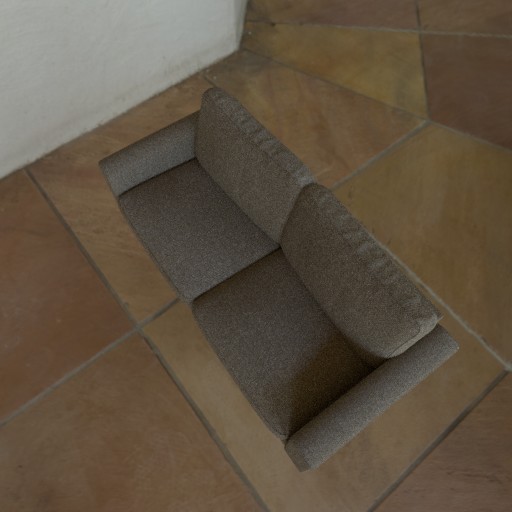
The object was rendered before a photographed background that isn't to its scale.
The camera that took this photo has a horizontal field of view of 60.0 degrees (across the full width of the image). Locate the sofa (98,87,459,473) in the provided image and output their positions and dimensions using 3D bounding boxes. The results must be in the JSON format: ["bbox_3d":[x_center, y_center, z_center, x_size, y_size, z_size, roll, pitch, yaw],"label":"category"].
[{"bbox_3d":[0.000,0.000,2.636,1.016,0.873,2.179,-32,67,-15],"label":"sofa"}]
